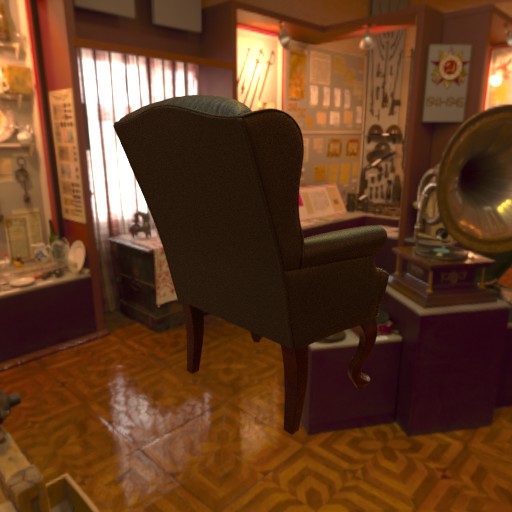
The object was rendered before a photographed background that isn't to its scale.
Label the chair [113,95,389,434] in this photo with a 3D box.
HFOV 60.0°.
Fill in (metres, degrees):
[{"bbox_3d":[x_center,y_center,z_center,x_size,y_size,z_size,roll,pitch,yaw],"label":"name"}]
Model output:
[{"bbox_3d":[0.000,0.000,1.679,0.762,1.111,0.838,-14,20,-42],"label":"chair"}]
